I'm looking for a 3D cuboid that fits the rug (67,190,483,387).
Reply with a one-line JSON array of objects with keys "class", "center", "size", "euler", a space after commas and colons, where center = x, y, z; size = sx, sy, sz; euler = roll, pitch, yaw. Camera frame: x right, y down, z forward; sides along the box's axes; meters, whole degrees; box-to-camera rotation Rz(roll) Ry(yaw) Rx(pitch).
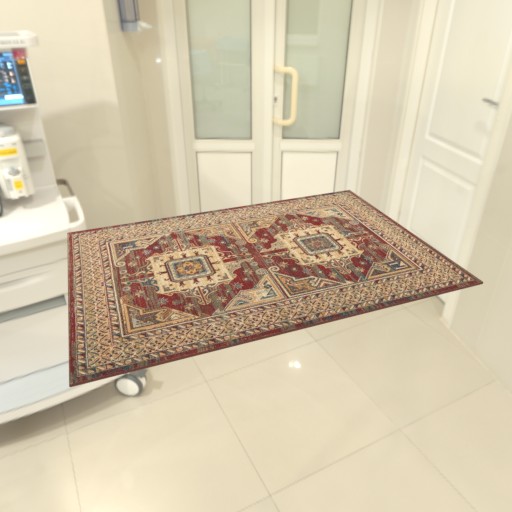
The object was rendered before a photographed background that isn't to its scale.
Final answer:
[{"class": "rug", "center": [0.000, 0.000, 5.748], "size": [4.578, 0.033, 3.033], "euler": [-11, 32, -17]}]
